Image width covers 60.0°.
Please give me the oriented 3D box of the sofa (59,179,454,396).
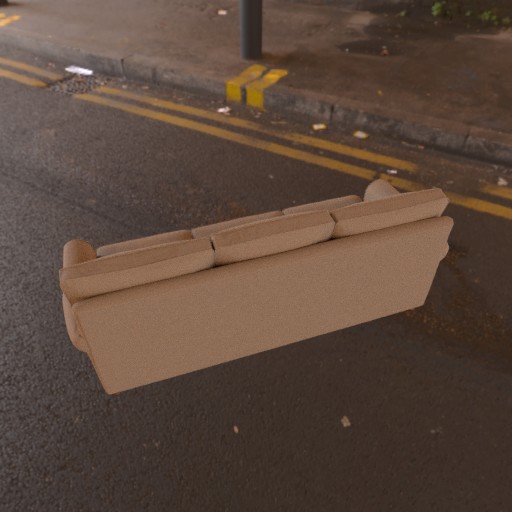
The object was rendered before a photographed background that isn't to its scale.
[{"bbox_3d":[0.000,0.000,2.903,2.354,0.948,0.966,-13,43,-14],"label":"sofa"}]
